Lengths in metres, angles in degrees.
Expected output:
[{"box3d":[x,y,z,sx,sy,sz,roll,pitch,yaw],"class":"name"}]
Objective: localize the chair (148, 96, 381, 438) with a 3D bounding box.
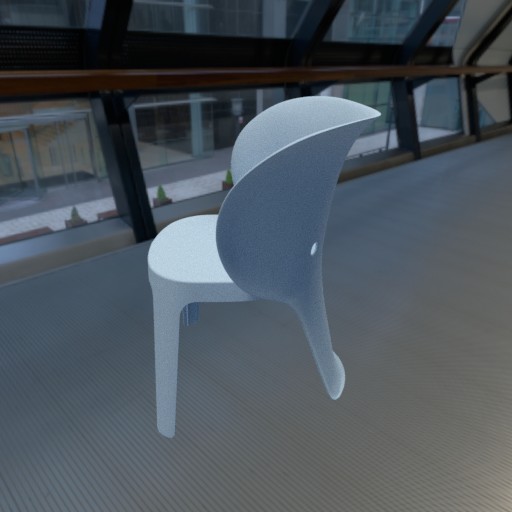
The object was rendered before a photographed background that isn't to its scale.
[{"box3d":[0.000,0.000,0.858,0.402,0.554,0.451,0,25,0],"class":"chair"}]
